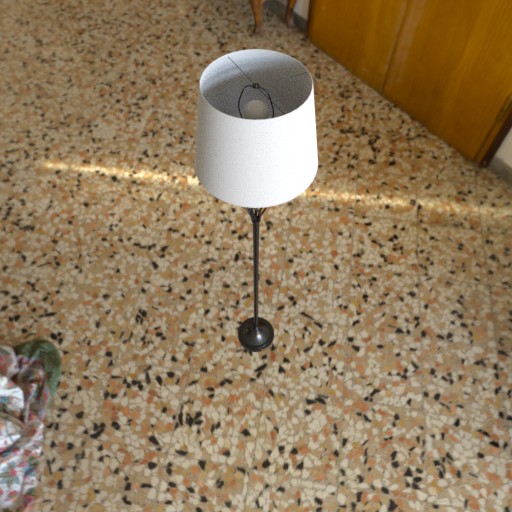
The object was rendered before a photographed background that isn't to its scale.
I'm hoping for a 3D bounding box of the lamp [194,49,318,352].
[{"bbox_3d":[0.000,0.000,1.808,0.379,1.623,0.379,0,57,0],"label":"lamp"}]
